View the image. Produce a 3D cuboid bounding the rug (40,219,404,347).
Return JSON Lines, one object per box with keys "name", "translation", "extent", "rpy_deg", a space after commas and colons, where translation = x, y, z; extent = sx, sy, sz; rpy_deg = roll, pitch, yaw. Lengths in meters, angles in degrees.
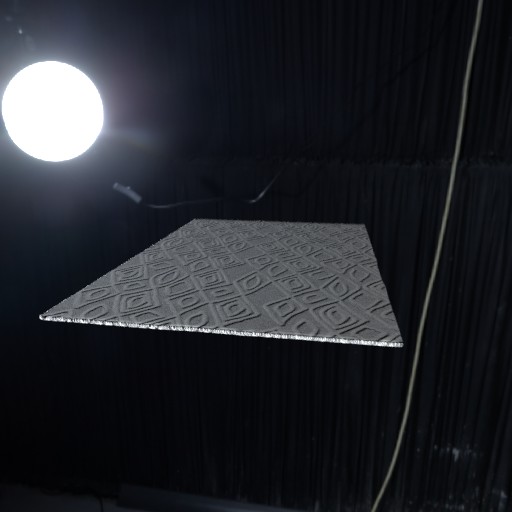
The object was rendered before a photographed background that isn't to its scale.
{"name": "rug", "translation": [0.000, 0.000, 2.302], "extent": [1.224, 0.016, 1.832], "rpy_deg": [3, 16, 9]}
